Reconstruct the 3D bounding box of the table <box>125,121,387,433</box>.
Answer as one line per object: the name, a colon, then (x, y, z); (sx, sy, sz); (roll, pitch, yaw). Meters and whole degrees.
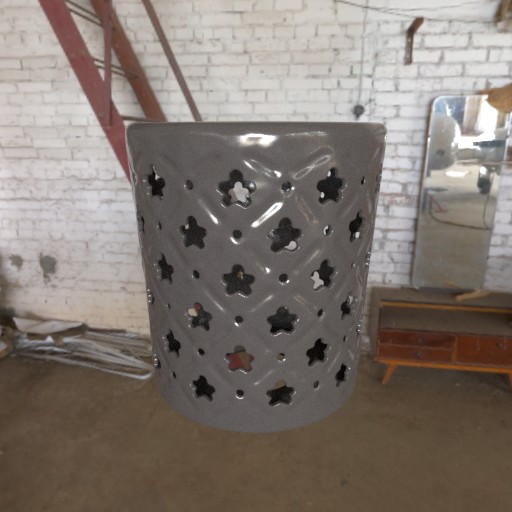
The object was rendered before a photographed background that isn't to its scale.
table: (0.000, 0.000, 0.664); (0.352, 0.387, 0.352); (0, 16, 0)
